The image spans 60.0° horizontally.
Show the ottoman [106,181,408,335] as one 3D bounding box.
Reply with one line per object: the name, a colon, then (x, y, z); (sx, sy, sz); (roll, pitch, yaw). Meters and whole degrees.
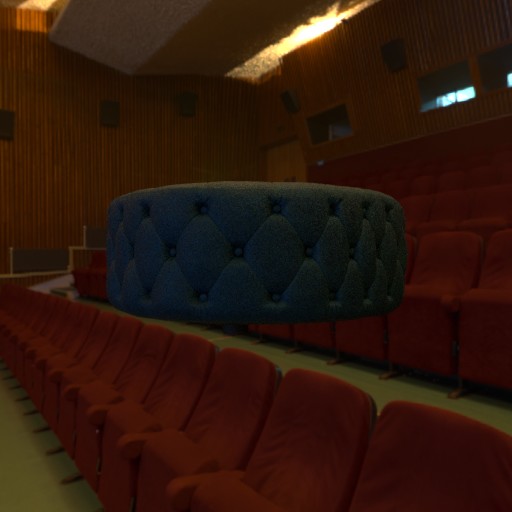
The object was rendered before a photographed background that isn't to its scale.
ottoman: (0.000, 0.000, 1.549); (0.998, 0.398, 0.998); (0, 0, 0)
